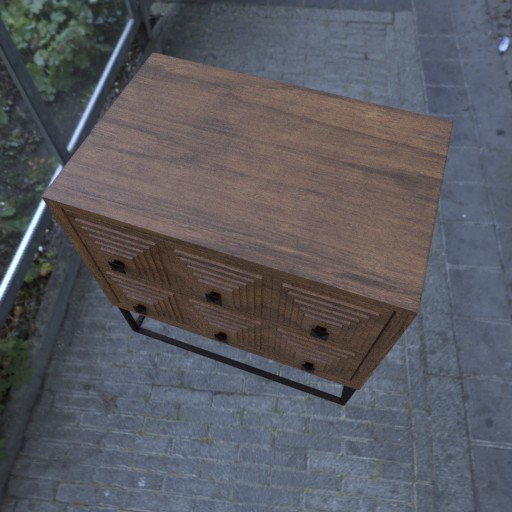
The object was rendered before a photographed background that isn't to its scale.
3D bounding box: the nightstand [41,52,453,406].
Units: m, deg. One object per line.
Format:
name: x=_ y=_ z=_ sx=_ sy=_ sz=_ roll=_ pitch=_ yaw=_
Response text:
nightstand: x=0.000 y=0.000 z=1.016 sx=0.610 sy=0.610 sz=0.437 roll=17 pitch=60 yaw=10
